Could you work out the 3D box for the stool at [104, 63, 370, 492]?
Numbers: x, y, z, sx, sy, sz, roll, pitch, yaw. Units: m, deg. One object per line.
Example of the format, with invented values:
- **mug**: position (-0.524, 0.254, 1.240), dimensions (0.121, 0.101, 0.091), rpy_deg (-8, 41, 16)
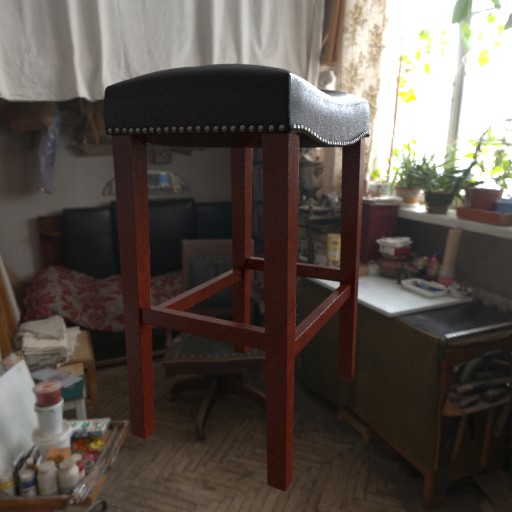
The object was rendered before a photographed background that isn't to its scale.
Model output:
- **stool**: position (0.000, 0.000, 1.003), dimensions (0.372, 0.742, 0.504), rpy_deg (7, 16, 26)
